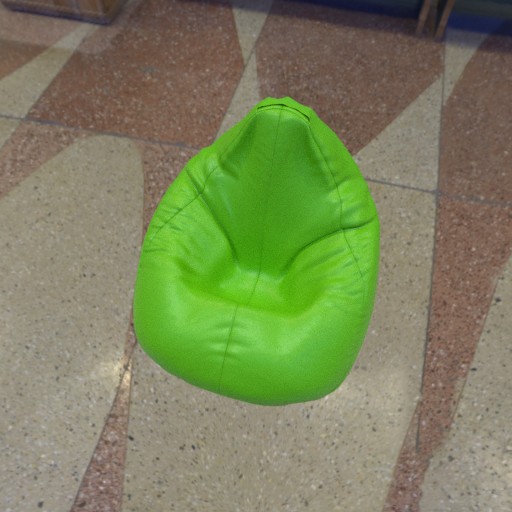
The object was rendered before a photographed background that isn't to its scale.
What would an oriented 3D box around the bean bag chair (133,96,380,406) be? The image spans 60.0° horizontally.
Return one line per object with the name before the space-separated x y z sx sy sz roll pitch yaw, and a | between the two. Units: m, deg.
bean bag chair | 0.000 0.000 1.870 1.070 0.990 1.070 14 60 8
